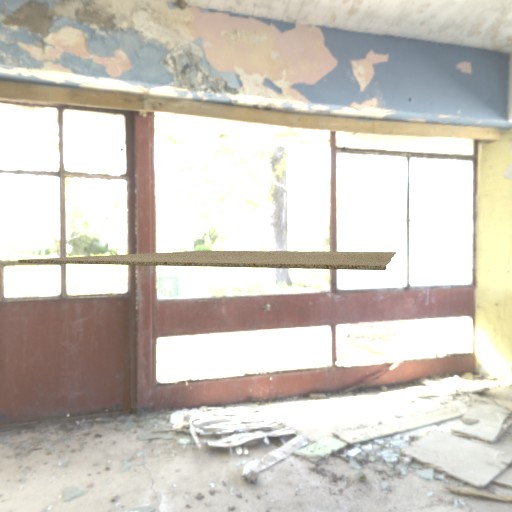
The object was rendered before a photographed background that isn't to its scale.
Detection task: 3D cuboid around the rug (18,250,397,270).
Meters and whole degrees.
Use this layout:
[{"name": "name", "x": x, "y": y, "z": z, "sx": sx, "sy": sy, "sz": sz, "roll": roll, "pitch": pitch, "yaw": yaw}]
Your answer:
[{"name": "rug", "x": 0.000, "y": 0.000, "z": 4.048, "sx": 2.400, "sy": 0.025, "sz": 3.000, "roll": 1, "pitch": 2, "yaw": 19}]
